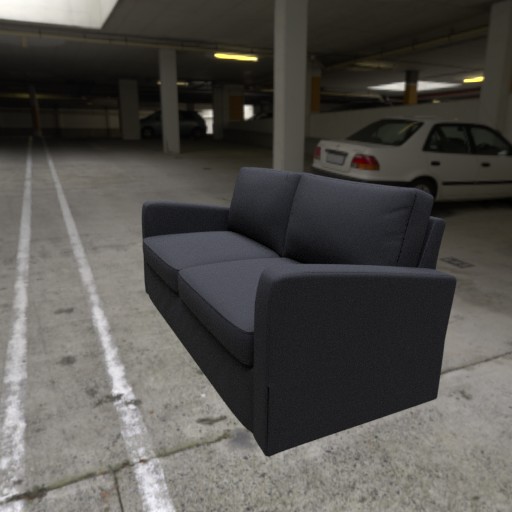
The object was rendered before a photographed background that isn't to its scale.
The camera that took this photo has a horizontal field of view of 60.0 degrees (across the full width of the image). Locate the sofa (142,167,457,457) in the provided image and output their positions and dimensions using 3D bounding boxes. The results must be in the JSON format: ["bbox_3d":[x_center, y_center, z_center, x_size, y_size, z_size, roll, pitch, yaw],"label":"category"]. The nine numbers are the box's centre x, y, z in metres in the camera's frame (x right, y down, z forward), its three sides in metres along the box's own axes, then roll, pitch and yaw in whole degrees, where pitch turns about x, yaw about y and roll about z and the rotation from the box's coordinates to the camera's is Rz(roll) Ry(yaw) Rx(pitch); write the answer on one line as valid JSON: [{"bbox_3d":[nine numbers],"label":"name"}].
[{"bbox_3d":[0.000,0.000,2.325,0.898,0.839,1.852,-7,16,-25],"label":"sofa"}]
